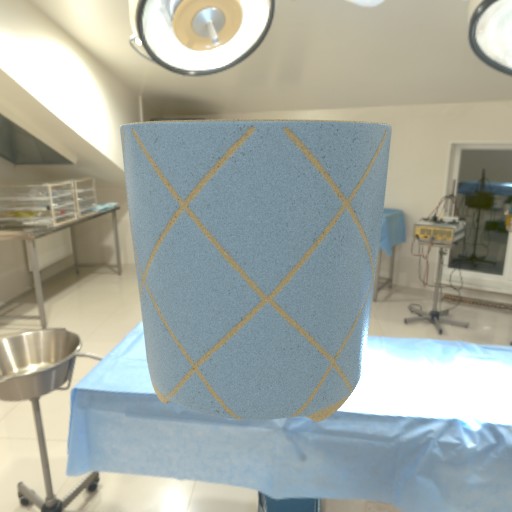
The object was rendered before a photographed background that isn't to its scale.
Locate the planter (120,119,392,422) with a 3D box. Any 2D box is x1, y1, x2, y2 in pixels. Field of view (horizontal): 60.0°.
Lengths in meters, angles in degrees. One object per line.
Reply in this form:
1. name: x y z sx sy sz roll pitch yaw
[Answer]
1. planter: 0.000 0.000 0.415 0.227 0.235 0.227 0 14 0
